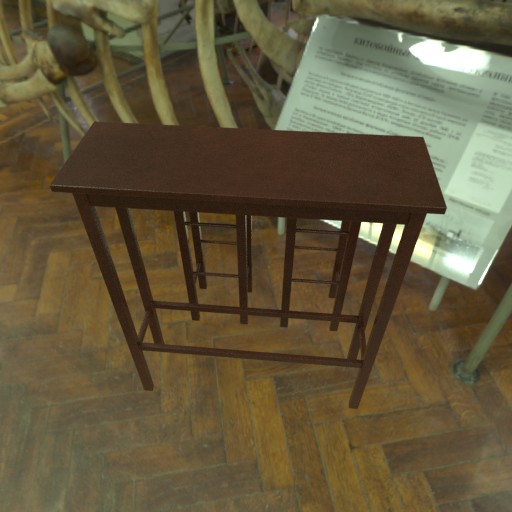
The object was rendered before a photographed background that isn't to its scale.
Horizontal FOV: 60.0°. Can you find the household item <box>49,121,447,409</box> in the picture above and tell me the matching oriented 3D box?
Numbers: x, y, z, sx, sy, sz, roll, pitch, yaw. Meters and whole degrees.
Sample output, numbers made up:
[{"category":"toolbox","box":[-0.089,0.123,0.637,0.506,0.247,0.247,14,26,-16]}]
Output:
[{"category":"household item","box":[0.000,0.000,1.627,0.914,1.067,0.676,4,45,4]}]
